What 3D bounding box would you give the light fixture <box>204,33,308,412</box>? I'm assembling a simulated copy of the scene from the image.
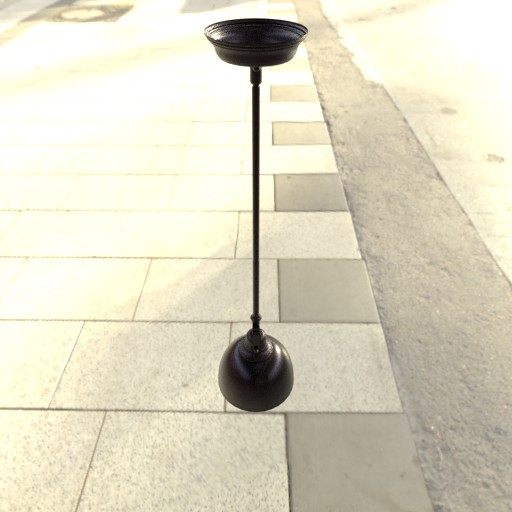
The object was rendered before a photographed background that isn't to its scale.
[{"bbox_3d":[0.000,0.000,0.824,0.182,0.768,0.182,-1,40,-1],"label":"light fixture"}]
